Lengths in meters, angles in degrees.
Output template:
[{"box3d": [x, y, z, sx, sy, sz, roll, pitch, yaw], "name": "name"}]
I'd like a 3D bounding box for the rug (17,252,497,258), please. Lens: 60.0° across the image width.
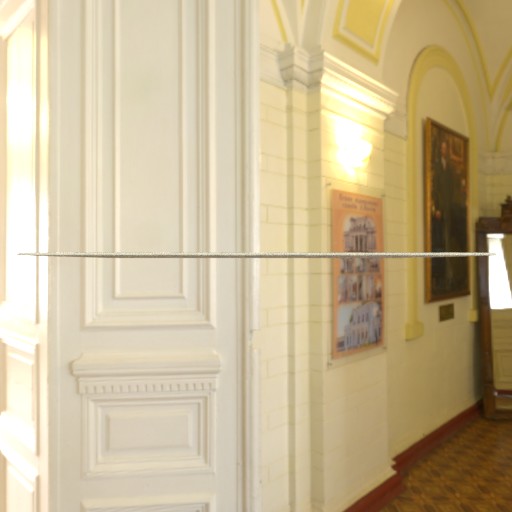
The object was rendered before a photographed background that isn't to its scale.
[{"box3d": [0.000, 0.000, 3.013, 2.443, 0.015, 1.528, 0, -1, -1], "name": "rug"}]
